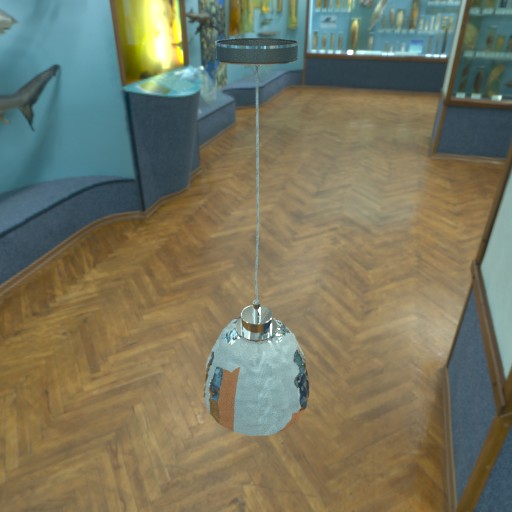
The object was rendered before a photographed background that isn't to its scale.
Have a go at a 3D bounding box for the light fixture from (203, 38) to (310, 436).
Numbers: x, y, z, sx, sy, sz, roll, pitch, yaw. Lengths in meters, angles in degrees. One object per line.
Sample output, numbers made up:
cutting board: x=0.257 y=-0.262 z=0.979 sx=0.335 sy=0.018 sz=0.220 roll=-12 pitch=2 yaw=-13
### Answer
light fixture: x=0.000 y=0.000 z=1.729 sx=0.500 sy=1.511 sz=0.496 roll=10 pitch=32 yaw=17
